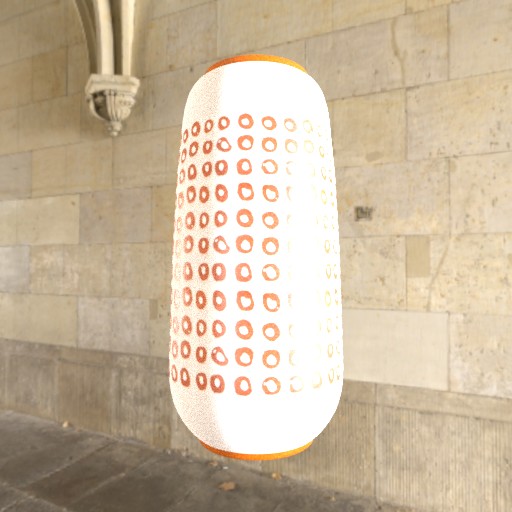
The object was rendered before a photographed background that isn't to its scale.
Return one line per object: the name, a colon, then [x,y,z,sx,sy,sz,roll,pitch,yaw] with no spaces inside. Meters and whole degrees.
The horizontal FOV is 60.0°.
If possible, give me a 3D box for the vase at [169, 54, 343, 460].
vase: [0.000,0.000,0.348,0.133,0.282,0.133,0,-1,0]
